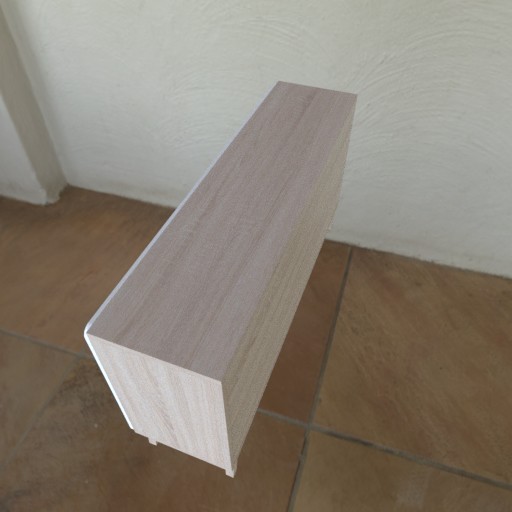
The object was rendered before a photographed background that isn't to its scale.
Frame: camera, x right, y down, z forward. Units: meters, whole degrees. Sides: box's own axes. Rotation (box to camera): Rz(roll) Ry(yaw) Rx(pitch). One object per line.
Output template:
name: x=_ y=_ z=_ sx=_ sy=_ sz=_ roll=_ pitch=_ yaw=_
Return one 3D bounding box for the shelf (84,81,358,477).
shelf: x=0.000 y=0.000 z=1.832 sx=0.400 sy=0.780 sz=1.490 roll=16 pitch=49 yaw=14
